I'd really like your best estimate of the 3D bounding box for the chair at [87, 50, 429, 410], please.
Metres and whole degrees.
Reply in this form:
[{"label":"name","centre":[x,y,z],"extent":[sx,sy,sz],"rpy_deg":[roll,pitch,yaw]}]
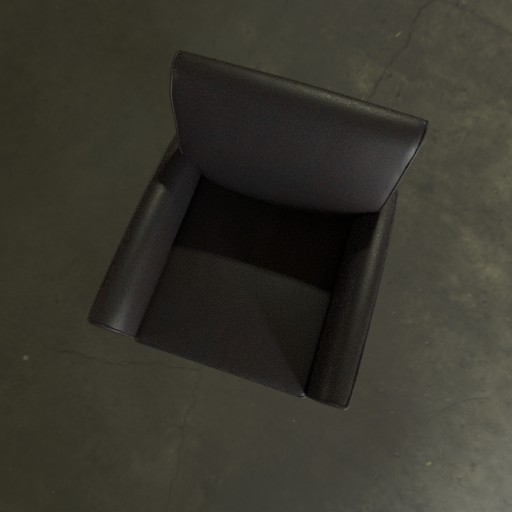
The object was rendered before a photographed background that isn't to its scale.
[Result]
[{"label":"chair","centre":[0.000,0.000,1.561],"extent":[0.820,0.916,0.819],"rpy_deg":[18,76,4]}]
